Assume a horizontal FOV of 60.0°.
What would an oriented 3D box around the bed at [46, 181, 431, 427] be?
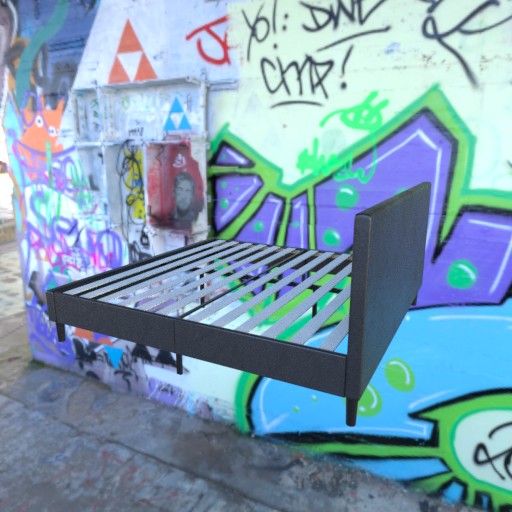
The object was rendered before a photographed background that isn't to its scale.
[{"bbox_3d":[0.000,0.000,3.329,2.152,1.046,2.018,7,16,27],"label":"bed"}]
